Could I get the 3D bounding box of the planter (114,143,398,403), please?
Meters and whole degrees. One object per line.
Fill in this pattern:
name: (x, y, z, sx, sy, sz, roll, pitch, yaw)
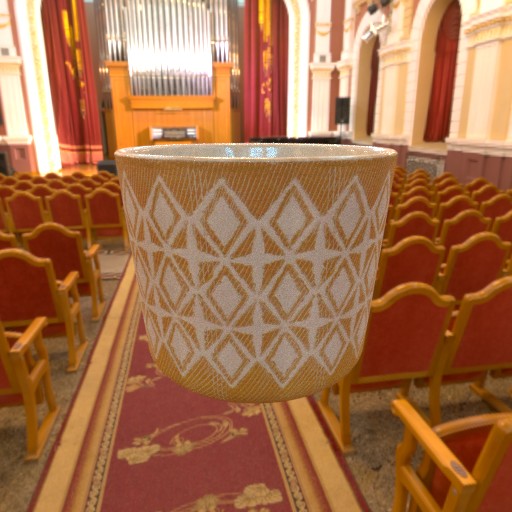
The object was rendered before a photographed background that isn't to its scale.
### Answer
planter: (0.000, 0.000, 0.221, 0.126, 0.104, 0.126, 0, 16, 0)
